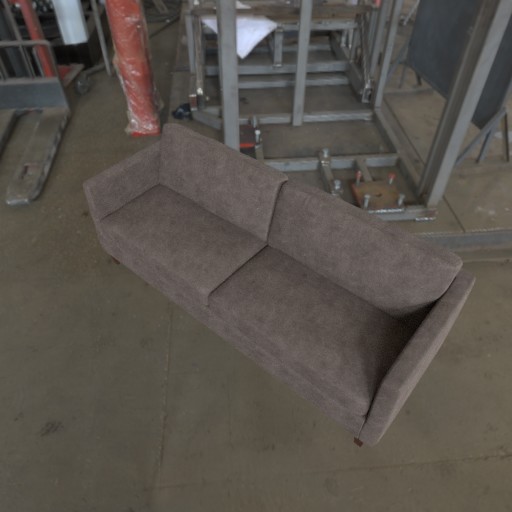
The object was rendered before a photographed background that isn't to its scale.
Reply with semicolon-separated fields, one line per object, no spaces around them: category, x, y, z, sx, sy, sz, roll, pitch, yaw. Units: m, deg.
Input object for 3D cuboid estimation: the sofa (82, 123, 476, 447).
sofa;0.000;0.000;2.931;2.434;0.965;0.951;31;53;27
